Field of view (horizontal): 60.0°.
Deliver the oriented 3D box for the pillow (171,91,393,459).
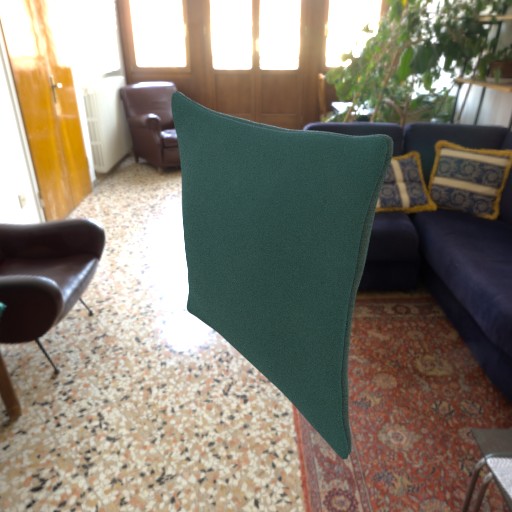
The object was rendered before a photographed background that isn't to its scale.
[{"bbox_3d":[0.000,0.000,0.644,0.151,0.415,0.433,-18,32,-32],"label":"pillow"}]
